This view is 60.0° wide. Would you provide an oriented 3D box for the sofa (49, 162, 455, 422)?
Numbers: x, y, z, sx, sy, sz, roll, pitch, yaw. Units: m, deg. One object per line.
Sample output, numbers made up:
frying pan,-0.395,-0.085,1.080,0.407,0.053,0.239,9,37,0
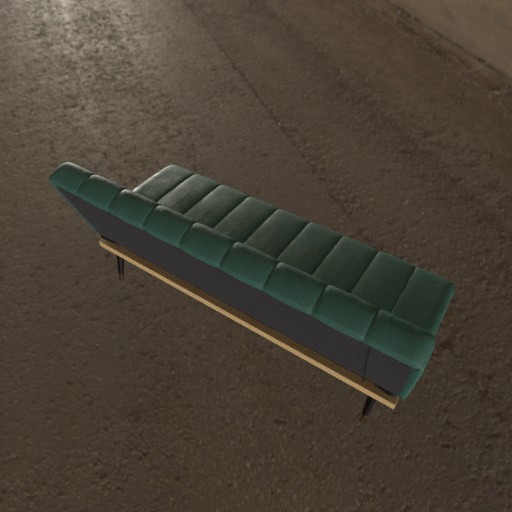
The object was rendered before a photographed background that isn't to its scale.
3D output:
sofa,0.000,0.000,2.235,1.810,0.820,0.830,26,52,22
